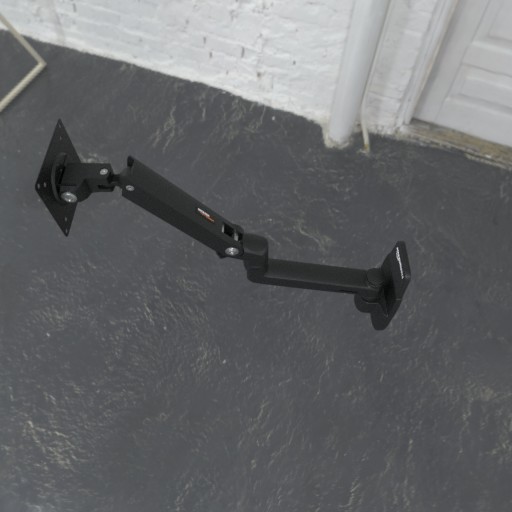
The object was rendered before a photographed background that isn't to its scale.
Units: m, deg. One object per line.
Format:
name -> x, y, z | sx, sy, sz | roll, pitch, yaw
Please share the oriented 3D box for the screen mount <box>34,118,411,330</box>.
screen mount -> 0.000, 0.000, 0.721 | 0.495, 0.466, 0.115 | 1, 58, 0
